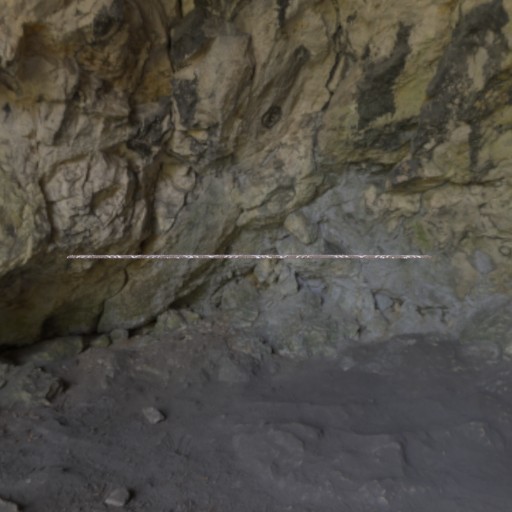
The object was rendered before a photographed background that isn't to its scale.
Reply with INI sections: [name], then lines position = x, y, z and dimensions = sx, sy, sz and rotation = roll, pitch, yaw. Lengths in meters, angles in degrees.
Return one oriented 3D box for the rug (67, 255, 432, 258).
[rug]
position = 0.000, 0.000, 3.087
dimensions = 1.541, 0.012, 2.457
rotation = 0, 0, 2
